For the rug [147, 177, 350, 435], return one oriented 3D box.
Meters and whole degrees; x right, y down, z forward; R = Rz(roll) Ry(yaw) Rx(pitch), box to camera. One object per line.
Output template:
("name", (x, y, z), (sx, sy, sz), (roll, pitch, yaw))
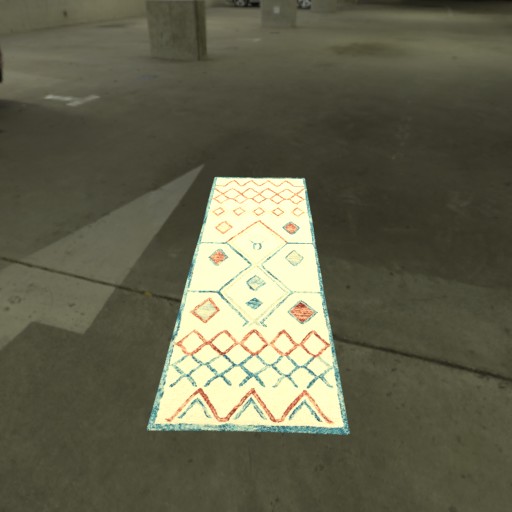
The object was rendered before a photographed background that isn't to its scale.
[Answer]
("rug", (0.000, 0.000, 2.662), (0.750, 0.011, 2.435), (1, 32, 1))
